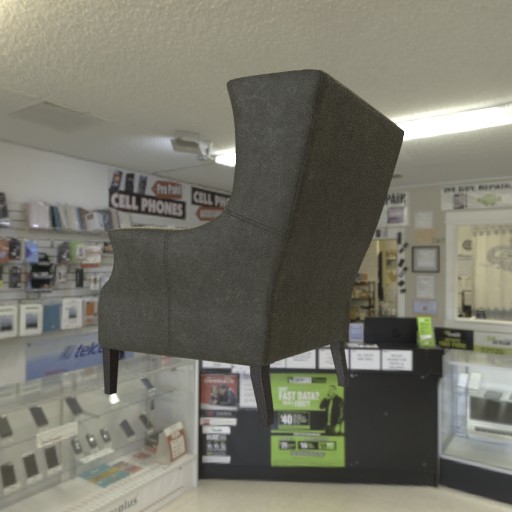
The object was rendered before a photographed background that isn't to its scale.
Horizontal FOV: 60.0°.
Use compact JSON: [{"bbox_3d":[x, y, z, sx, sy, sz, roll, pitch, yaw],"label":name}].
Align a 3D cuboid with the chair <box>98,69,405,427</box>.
[{"bbox_3d":[0.000,0.000,1.679,0.926,1.016,0.853,-1,-1,36],"label":"chair"}]
